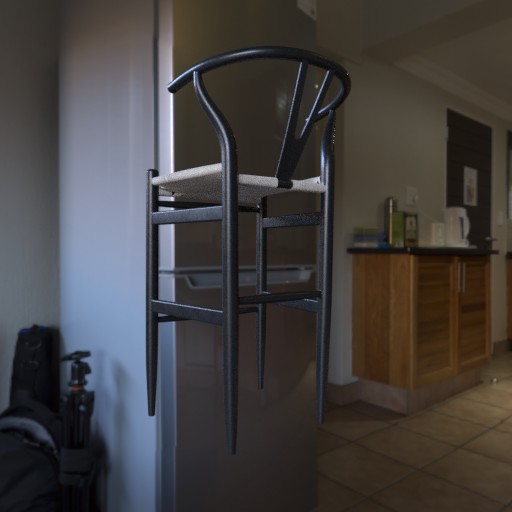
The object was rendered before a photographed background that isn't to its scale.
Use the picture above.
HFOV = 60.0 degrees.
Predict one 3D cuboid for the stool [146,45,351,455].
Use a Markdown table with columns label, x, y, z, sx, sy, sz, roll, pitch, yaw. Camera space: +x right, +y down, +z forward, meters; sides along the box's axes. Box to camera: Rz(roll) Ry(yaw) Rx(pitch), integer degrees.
| label | x | y | z | sx | sy | sz | roll | pitch | yaw |
| --- | --- | --- | --- | --- | --- | --- | --- | --- | --- |
| stool | 0.000 | 0.000 | 1.399 | 0.569 | 1.072 | 0.579 | -1 | 1 | -37 |
